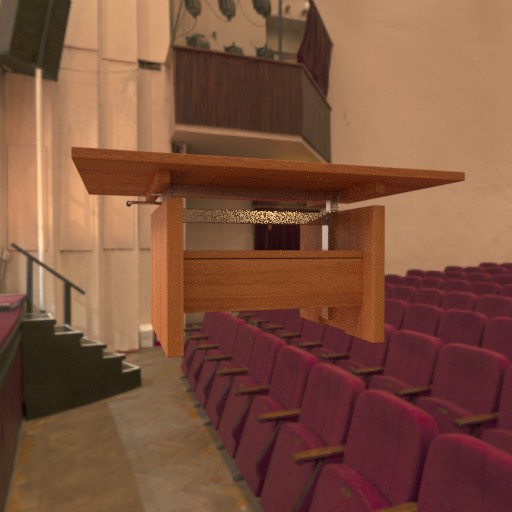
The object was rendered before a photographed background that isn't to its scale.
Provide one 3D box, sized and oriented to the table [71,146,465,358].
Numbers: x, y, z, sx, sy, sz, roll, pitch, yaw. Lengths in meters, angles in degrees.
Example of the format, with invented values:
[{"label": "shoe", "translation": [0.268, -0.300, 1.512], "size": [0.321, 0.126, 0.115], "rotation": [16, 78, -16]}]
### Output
[{"label": "table", "translation": [0.000, 0.000, 1.506], "size": [1.100, 0.510, 0.700], "rotation": [0, 1, -18]}]
